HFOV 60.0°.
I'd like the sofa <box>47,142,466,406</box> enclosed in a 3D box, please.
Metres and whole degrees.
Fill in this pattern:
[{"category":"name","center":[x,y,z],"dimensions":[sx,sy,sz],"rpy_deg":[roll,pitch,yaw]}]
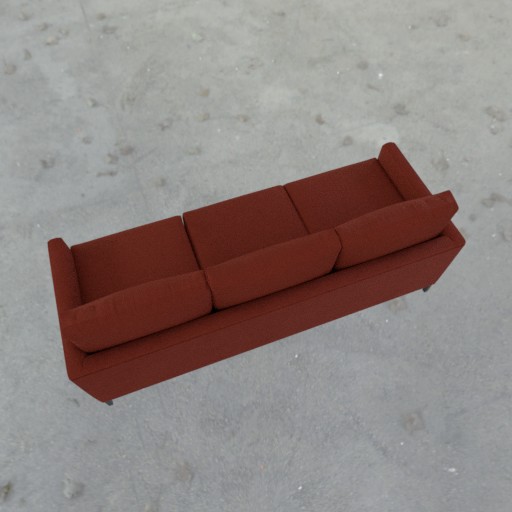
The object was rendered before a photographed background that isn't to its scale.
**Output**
[{"category":"sofa","center":[0.000,0.000,2.658],"dimensions":[2.252,0.879,0.875],"rpy_deg":[-18,61,-10]}]
